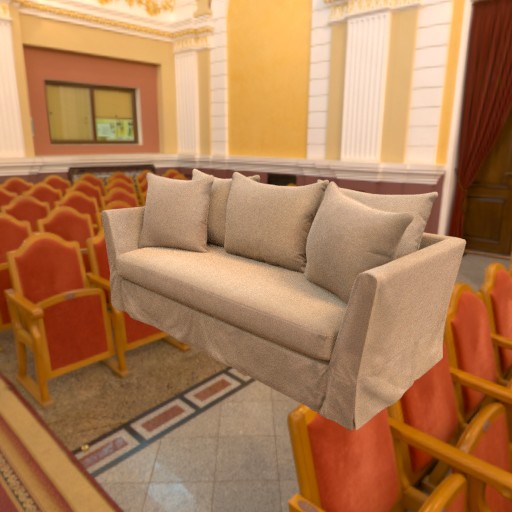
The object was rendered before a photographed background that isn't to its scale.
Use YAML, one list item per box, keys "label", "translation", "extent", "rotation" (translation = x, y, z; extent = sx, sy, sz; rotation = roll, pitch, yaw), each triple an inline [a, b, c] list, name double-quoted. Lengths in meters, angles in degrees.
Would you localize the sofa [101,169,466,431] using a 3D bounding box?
- label: "sofa"
  translation: [0.000, 0.000, 2.919]
  extent: [2.290, 1.034, 1.031]
  rotation: [14, 21, 42]
